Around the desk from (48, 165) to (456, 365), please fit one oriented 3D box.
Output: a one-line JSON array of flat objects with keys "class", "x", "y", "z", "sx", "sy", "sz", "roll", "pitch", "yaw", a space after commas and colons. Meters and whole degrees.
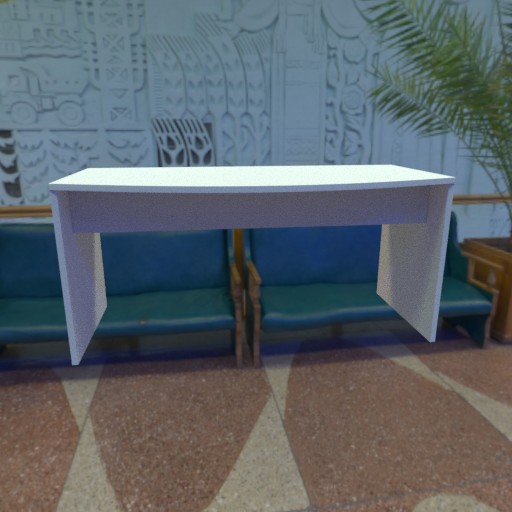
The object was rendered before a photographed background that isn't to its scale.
[{"class": "desk", "x": 0.000, "y": 0.000, "z": 2.055, "sx": 1.600, "sy": 0.750, "sz": 0.802, "roll": -2, "pitch": 16, "yaw": -7}]
